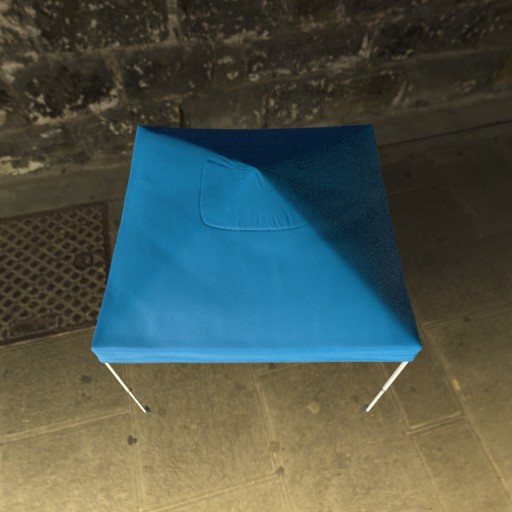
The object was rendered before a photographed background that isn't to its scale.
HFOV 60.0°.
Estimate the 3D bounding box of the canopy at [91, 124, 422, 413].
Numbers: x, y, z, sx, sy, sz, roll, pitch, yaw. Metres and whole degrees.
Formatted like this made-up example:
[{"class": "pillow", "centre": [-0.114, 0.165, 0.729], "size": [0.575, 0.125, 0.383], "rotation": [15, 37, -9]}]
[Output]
[{"class": "canopy", "centre": [0.000, 0.000, 5.400], "size": [2.998, 2.997, 2.996], "rotation": [0, 57, 0]}]
